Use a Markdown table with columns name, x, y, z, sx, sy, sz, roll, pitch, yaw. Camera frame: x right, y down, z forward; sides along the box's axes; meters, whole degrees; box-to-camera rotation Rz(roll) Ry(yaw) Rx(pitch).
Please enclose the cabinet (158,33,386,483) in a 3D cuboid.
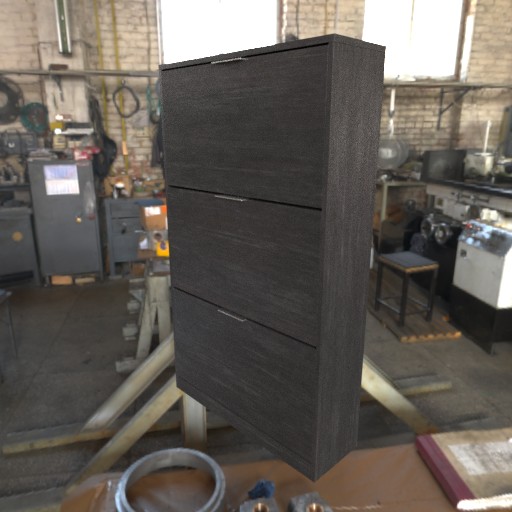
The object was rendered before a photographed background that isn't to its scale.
| name | x | y | z | sx | sy | sz | roll | pitch | yaw |
| --- | --- | --- | --- | --- | --- | --- | --- | --- | --- |
| cabinet | 0.000 | 0.000 | 1.543 | 0.250 | 1.280 | 0.750 | -15 | 22 | -42 |
